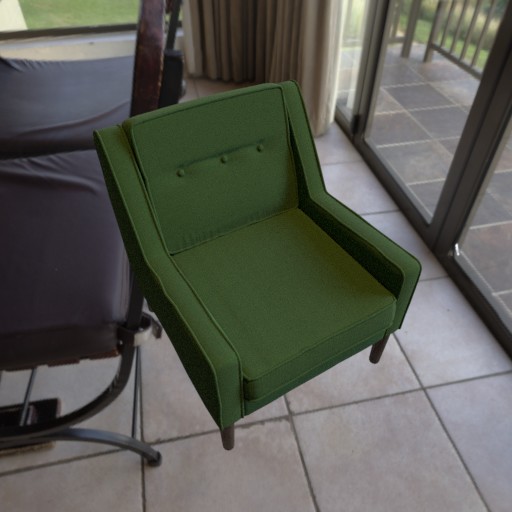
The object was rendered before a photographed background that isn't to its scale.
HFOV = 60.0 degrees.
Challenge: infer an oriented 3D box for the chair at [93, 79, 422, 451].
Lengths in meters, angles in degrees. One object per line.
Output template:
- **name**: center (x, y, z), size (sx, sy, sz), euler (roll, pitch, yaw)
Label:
- **chair**: center (0.000, 0.000, 1.363), size (0.663, 0.792, 0.743), euler (-23, 49, -22)
